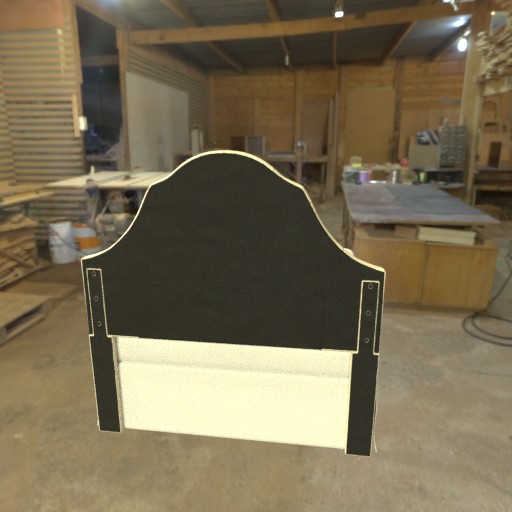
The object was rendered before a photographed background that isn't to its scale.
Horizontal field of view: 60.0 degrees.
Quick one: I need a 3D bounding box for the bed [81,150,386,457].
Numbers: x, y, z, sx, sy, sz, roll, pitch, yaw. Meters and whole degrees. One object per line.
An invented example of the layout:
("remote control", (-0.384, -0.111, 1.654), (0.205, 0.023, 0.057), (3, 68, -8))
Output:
("bed", (0.000, 0.000, 3.230), (1.627, 1.575, 2.092), (2, 16, 8))
